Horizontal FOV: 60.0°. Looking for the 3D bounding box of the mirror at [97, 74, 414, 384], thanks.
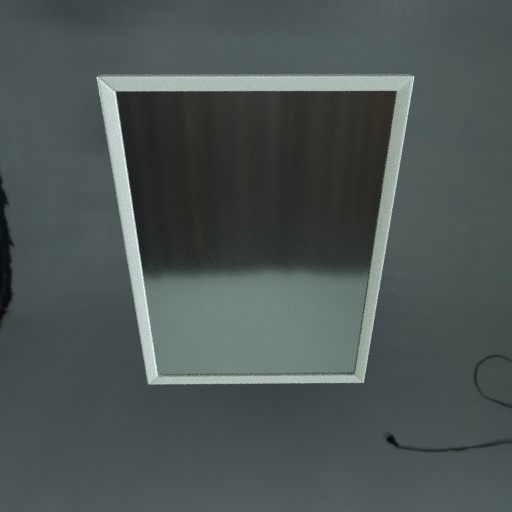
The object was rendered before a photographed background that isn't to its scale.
[{"bbox_3d":[0.000,0.000,1.333,0.762,1.016,0.040,0,30,-1],"label":"mirror"}]
